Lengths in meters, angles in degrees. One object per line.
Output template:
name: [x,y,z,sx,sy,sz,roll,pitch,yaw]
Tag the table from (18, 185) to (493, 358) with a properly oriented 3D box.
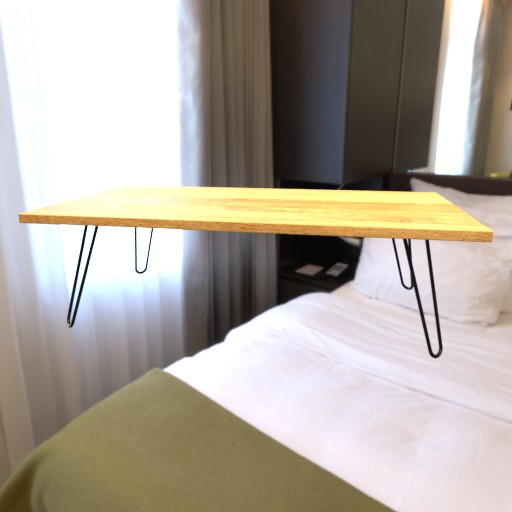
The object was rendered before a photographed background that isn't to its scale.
table: [0.000,0.000,1.621,1.348,0.400,0.699,3,17,10]
